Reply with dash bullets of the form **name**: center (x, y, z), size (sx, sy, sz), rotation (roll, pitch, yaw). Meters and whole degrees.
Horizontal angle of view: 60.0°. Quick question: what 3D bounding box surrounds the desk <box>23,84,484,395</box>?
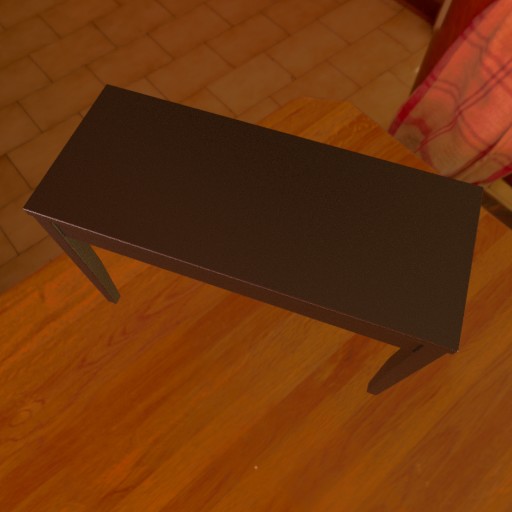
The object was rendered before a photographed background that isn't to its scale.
- **desk**: center (0.000, 0.000, 1.613), size (1.220, 0.775, 0.508), rotation (18, 66, 8)
